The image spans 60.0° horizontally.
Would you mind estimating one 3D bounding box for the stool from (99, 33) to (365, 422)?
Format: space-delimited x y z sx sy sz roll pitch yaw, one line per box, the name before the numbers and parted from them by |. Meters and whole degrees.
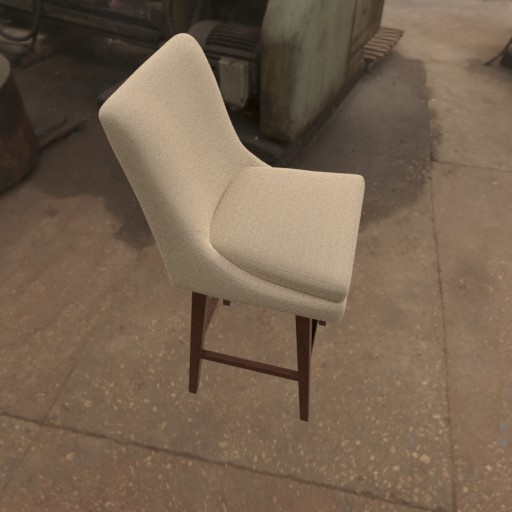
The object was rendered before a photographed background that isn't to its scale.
stool | 0.000 0.000 1.334 0.559 1.093 0.483 11 47 10
